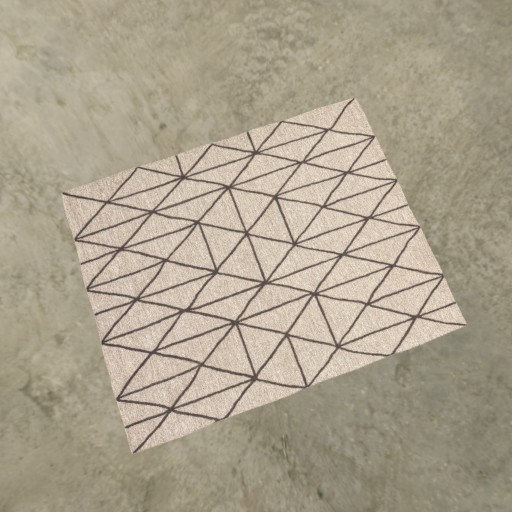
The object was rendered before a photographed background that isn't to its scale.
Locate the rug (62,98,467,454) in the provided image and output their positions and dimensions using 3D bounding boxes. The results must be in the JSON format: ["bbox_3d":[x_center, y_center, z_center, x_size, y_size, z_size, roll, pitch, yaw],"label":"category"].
[{"bbox_3d":[0.000,0.000,4.034,3.061,0.022,2.468,-19,75,-5],"label":"rug"}]
